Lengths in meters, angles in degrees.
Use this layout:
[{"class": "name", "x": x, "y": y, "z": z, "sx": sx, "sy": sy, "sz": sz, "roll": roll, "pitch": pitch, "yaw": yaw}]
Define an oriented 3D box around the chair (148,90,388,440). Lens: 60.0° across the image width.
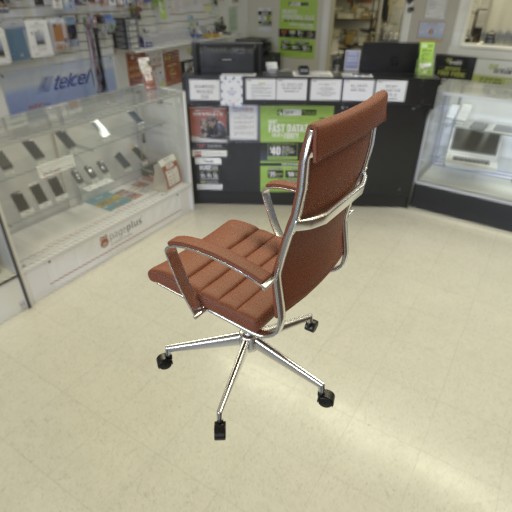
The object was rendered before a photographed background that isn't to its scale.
[{"class": "chair", "x": 0.000, "y": 0.000, "z": 1.604, "sx": 0.739, "sy": 1.149, "sz": 0.766, "roll": 21, "pitch": 38, "yaw": 29}]
